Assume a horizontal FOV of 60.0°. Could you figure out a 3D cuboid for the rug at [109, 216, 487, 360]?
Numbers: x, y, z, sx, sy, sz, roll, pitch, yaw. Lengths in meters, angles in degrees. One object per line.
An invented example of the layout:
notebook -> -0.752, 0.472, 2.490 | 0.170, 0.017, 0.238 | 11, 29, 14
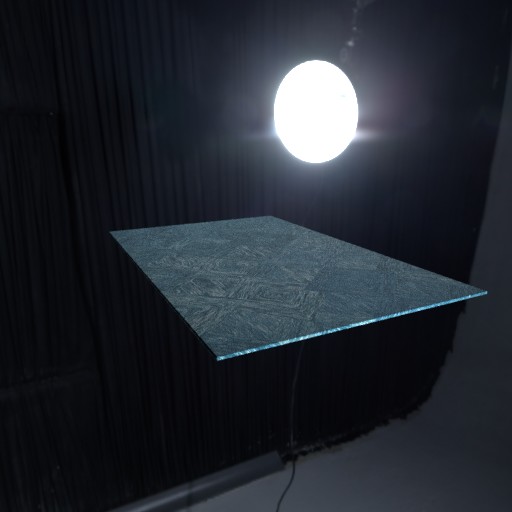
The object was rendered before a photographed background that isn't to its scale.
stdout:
rug -> 0.000, 0.000, 2.907 | 1.490, 0.015, 2.277 | -8, 18, -26
